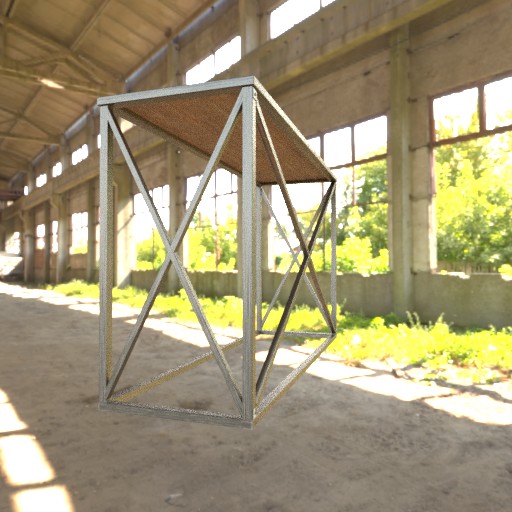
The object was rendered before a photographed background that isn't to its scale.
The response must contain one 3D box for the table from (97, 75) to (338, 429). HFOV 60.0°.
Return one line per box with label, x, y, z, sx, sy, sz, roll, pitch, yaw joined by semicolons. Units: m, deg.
table;0.000;0.000;1.577;0.402;0.753;1.216;0;-1;19
